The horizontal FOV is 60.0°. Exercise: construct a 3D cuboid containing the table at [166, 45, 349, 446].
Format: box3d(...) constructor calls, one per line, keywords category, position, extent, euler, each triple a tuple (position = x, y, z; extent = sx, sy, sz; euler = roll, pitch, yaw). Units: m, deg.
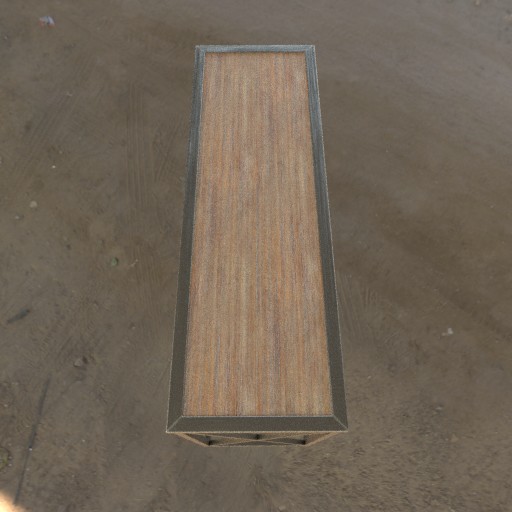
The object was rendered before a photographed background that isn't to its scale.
box3d(category="table", position=(0.000, 0.000, 1.571), extent=(0.402, 0.753, 1.216), euler=(0, 64, 0))
